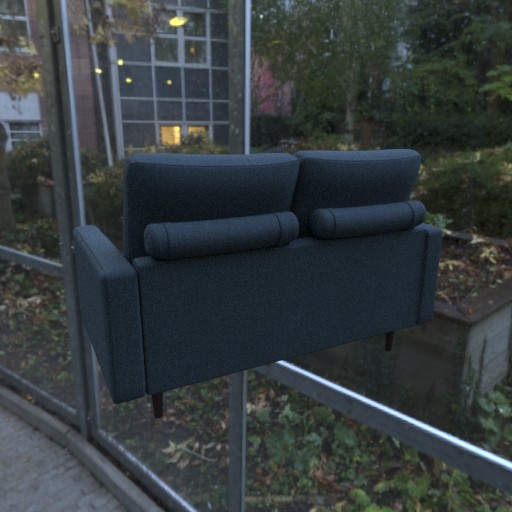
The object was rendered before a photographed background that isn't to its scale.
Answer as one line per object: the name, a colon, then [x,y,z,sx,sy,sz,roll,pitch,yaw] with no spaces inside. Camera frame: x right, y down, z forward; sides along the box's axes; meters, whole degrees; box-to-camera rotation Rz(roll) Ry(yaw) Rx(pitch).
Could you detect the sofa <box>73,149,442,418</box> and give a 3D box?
sofa: [0.000,0.000,1.936,1.407,0.907,0.842,-8,17,-27]
